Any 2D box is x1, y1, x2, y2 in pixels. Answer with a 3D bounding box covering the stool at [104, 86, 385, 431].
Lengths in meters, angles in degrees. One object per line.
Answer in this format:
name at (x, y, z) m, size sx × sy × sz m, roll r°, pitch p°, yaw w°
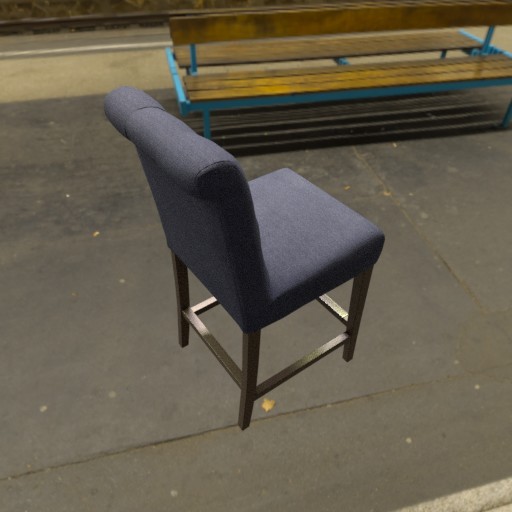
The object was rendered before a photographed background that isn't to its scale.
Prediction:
stool at (0.000, 0.000, 1.356) m, size 0.601 × 1.010 × 0.493 m, roll -25°, pitch 47°, yaw -26°
